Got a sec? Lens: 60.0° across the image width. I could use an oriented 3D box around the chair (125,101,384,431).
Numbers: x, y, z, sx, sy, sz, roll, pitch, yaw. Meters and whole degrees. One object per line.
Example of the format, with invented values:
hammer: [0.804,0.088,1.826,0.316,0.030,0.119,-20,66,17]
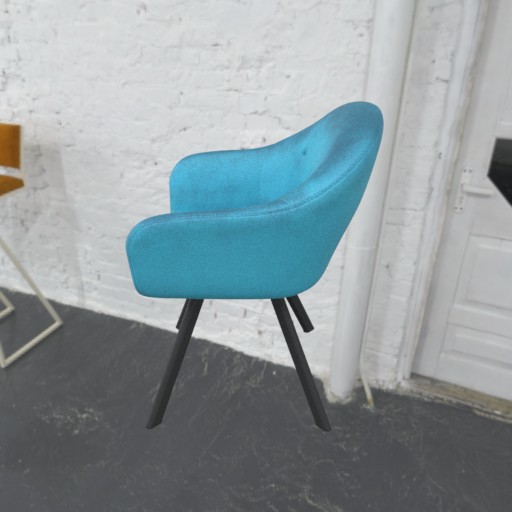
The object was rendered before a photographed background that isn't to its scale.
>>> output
chair: [0.000,0.000,1.181,0.570,0.780,0.540,0,26,1]
